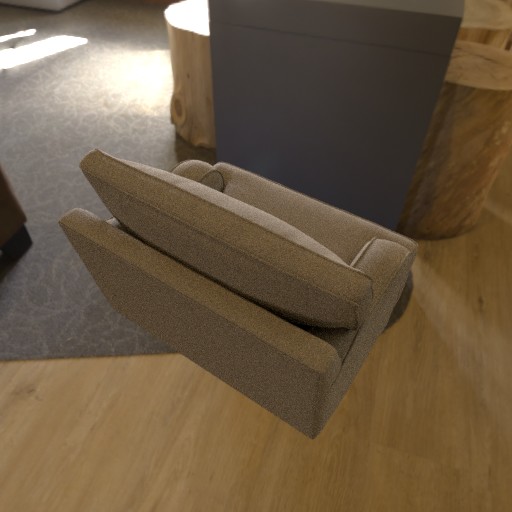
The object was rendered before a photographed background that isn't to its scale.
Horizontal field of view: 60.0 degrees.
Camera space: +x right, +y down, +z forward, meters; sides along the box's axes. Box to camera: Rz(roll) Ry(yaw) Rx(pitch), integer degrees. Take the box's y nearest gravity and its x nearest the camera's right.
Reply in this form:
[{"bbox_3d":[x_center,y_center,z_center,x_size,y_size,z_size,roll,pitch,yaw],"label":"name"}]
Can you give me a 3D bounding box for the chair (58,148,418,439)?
[{"bbox_3d":[0.000,0.000,2.016,1.220,1.016,1.040,27,52,23],"label":"chair"}]
